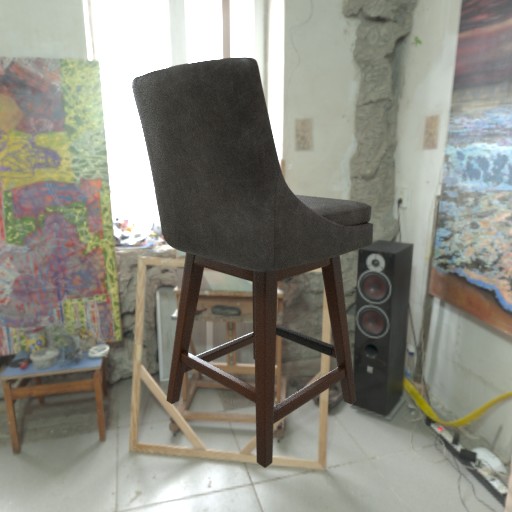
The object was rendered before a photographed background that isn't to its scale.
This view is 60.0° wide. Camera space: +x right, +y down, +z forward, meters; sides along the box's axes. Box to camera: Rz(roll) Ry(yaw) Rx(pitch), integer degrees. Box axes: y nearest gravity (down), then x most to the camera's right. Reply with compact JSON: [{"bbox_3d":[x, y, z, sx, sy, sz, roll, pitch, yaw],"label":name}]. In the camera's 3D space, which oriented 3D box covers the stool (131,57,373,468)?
[{"bbox_3d":[0.000,0.000,1.383,0.492,1.046,0.587,14,20,43],"label":"stool"}]
